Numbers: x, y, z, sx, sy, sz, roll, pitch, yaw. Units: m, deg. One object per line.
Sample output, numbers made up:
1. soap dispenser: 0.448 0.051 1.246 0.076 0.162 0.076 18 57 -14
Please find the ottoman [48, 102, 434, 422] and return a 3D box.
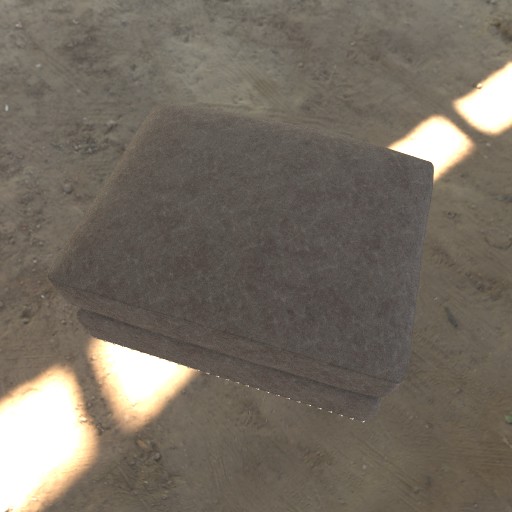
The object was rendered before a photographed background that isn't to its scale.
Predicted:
1. ottoman: 0.000 0.000 1.137 0.741 0.513 0.584 15 60 9
